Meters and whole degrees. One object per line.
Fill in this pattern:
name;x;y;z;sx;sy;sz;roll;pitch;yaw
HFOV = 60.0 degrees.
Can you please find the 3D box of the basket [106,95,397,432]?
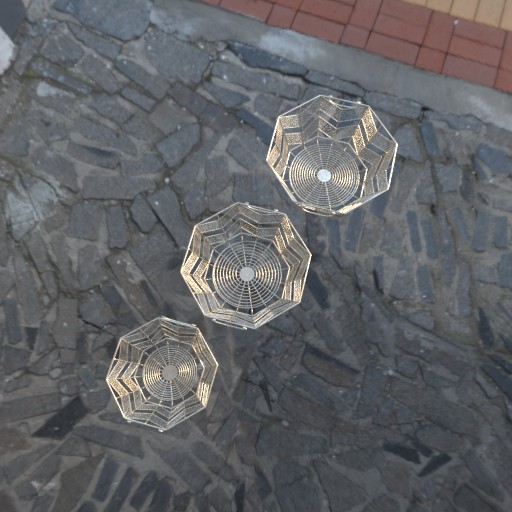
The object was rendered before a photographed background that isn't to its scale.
basket;0.000;0.000;1.433;0.432;0.178;1.246;36;78;9
